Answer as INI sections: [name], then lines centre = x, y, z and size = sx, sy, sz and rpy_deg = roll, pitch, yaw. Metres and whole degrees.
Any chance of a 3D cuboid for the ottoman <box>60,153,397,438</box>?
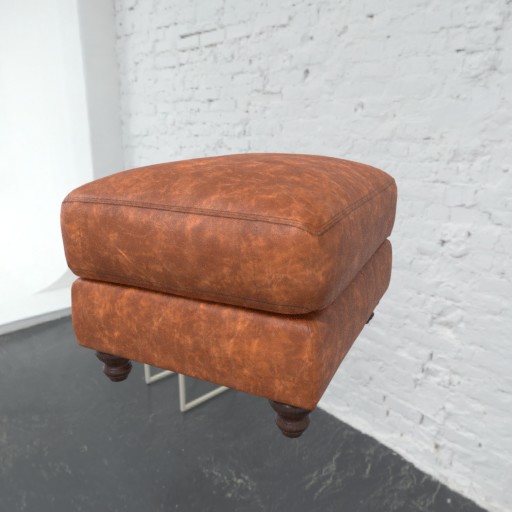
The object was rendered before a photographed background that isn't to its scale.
[ottoman]
centre = 0.000, 0.000, 1.250
size = 0.657, 0.562, 0.832
rpy_deg = 8, 18, 25
